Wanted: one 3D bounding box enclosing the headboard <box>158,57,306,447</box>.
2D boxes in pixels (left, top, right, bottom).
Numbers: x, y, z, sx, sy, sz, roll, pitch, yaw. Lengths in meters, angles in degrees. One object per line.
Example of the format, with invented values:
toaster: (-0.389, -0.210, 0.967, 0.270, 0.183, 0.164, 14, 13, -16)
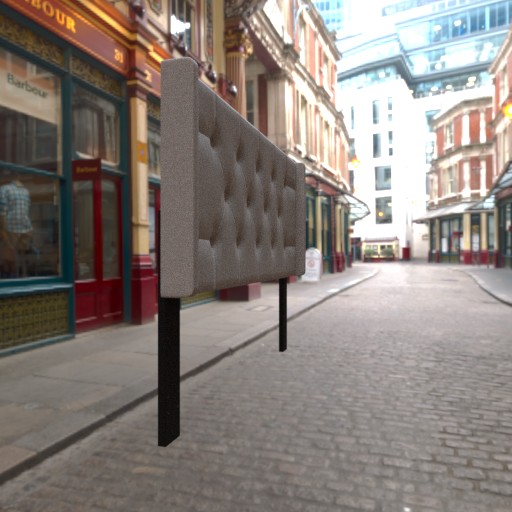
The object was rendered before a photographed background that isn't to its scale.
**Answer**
headboard: (0.000, 0.000, 2.679, 0.184, 1.524, 2.051, 0, 0, 18)
